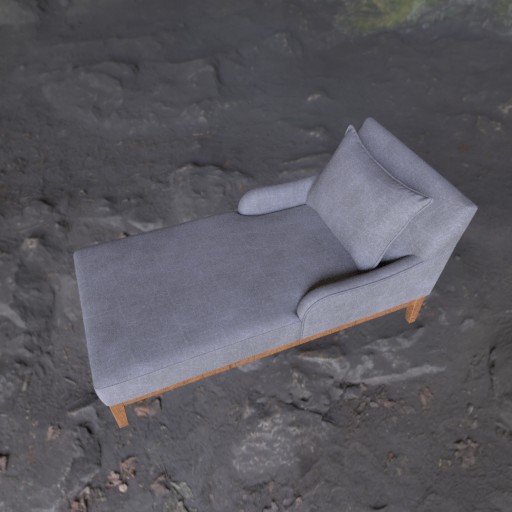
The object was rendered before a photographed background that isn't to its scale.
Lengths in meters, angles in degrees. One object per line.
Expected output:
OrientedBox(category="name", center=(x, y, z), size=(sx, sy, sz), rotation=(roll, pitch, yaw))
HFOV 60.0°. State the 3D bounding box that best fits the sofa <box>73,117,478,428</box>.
OrientedBox(category="sofa", center=(0.000, 0.000, 2.290), size=(1.779, 0.859, 0.894), rotation=(-16, 48, -15))
